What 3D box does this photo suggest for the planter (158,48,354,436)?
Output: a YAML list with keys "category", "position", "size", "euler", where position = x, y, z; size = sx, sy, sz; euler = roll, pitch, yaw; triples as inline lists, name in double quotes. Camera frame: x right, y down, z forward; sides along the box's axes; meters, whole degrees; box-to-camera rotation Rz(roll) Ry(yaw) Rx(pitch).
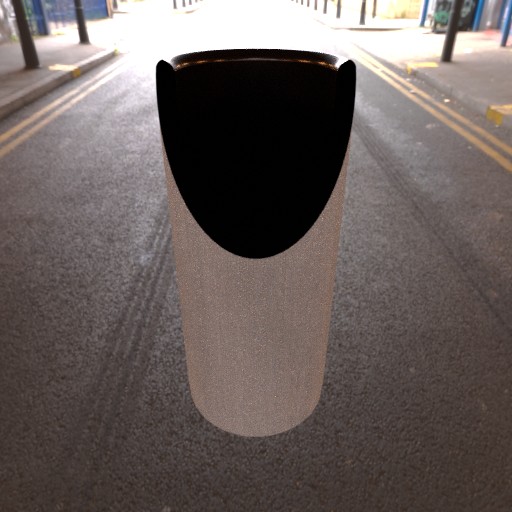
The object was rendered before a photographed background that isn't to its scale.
- category: "planter"
  position: [0.000, 0.000, 0.126]
  size: [0.045, 0.103, 0.045]
  euler: [23, 39, 32]
